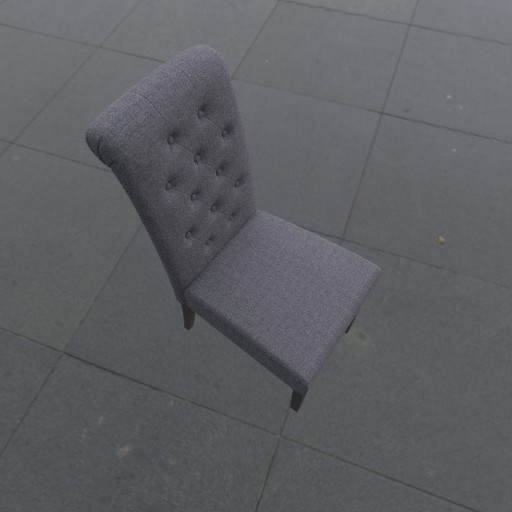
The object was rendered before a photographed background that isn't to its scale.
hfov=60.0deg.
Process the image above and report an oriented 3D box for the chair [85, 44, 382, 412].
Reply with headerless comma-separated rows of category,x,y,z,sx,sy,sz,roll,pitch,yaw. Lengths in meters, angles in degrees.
chair,0.000,0.000,1.353,0.671,1.006,0.456,31,63,18
